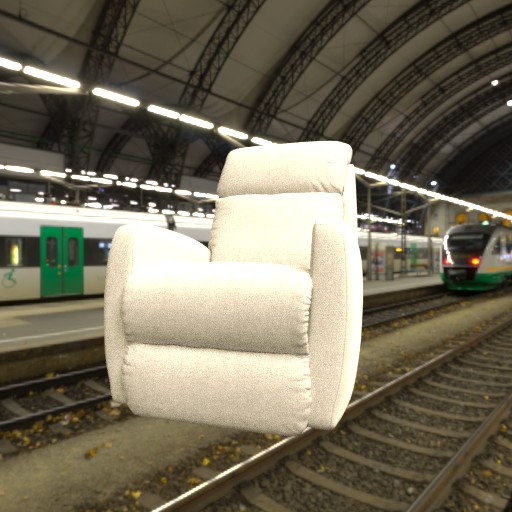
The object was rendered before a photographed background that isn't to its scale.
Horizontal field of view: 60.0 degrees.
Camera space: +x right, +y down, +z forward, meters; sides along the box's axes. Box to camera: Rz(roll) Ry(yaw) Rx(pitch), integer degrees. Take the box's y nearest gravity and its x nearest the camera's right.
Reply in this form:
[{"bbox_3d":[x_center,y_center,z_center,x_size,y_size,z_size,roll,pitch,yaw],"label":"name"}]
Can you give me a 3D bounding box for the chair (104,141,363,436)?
[{"bbox_3d":[0.000,0.000,1.679,0.812,1.015,0.941,0,0,19],"label":"chair"}]
